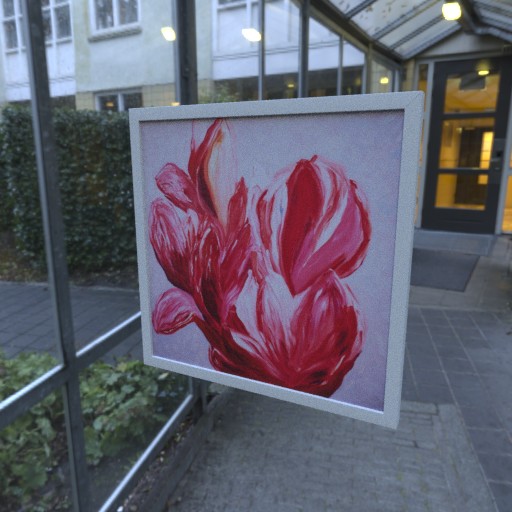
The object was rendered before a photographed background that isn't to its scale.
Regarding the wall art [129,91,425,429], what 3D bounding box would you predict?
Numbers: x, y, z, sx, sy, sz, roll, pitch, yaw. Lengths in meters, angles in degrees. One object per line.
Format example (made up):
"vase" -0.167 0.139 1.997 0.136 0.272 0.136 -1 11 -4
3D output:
"wall art" 0.000 0.000 0.686 0.455 0.453 0.023 6 14 26
